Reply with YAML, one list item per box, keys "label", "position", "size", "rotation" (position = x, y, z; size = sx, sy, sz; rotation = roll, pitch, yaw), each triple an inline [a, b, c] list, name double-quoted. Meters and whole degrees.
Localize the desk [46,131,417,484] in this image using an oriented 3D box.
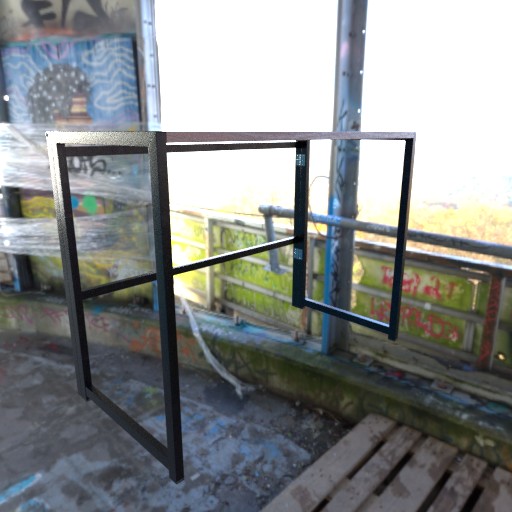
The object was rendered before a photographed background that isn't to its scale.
- label: "desk"
  position: [0.000, 0.000, 1.406]
  size: [0.508, 0.762, 1.016]
  rotation: [15, 22, 43]
